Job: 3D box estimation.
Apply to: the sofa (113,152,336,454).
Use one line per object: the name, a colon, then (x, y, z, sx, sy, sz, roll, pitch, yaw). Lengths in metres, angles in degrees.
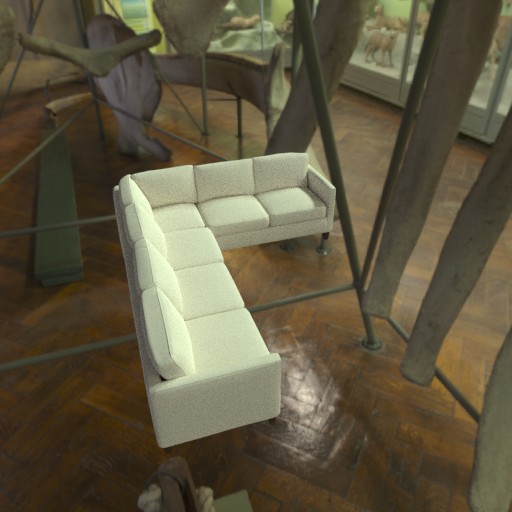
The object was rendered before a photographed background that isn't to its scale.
sofa: (0.000, 0.000, 4.541, 2.593, 0.947, 3.302, -11, 35, -16)
